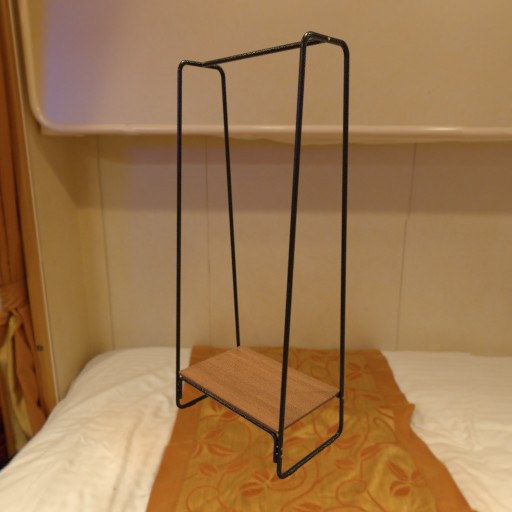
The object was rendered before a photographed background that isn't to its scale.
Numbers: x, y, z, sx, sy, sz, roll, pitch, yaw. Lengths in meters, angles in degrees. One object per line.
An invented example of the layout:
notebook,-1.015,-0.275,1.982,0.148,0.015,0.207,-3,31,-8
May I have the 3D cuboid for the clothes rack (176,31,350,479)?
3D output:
clothes rack,0.000,0.000,1.753,0.400,1.500,0.640,-13,19,-43
